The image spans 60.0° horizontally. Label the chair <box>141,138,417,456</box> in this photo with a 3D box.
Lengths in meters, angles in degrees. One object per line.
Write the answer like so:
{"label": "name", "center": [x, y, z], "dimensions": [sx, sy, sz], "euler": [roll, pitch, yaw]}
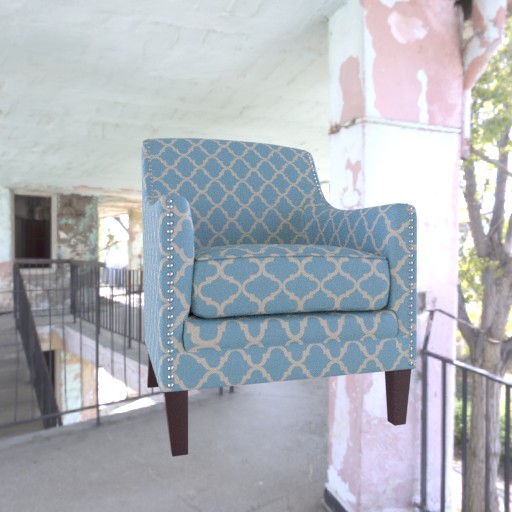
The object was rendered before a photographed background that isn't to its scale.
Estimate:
{"label": "chair", "center": [0.000, 0.000, 1.302], "dimensions": [0.617, 0.817, 0.686], "euler": [0, 1, -17]}
